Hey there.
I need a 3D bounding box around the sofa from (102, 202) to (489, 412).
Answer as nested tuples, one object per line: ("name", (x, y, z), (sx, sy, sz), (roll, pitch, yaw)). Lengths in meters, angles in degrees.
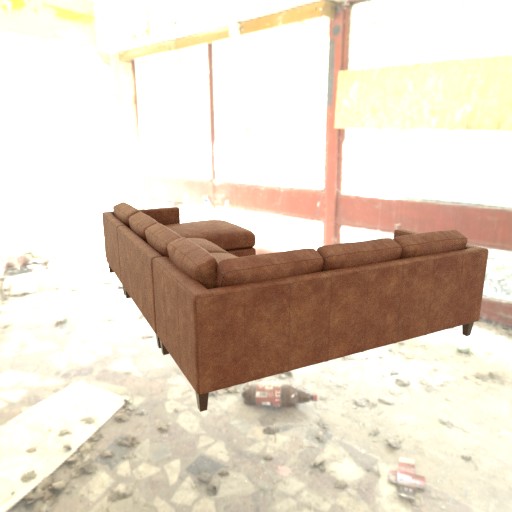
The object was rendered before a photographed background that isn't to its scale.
("sofa", (0.000, 0.000, 4.461), (2.452, 0.888, 3.324), (-7, 16, -26))
